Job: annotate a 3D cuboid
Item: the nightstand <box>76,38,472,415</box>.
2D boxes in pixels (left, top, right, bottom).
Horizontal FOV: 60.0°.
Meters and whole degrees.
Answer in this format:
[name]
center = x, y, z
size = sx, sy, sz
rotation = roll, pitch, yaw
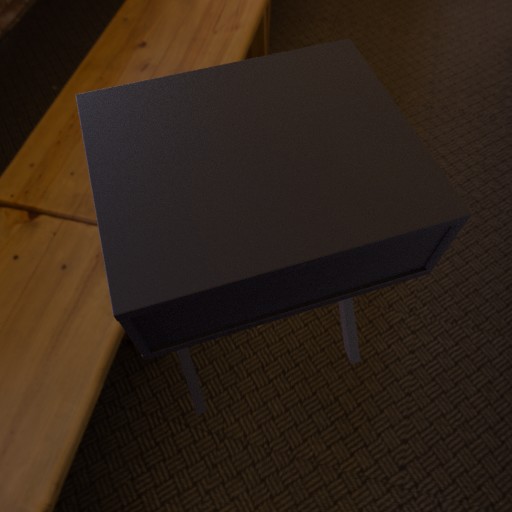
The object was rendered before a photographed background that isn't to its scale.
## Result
[nightstand]
center = 0.000, 0.000, 0.919
size = 0.479, 0.623, 0.402
rotation = -16, 61, -9
